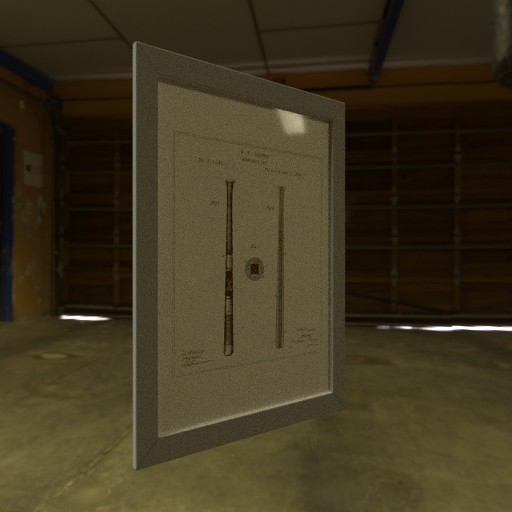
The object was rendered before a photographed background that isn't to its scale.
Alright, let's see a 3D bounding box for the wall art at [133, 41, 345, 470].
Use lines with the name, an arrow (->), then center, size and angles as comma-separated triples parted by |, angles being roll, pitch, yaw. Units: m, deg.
wall art -> 0.000, 0.000, 0.660 | 0.374, 0.529, 0.012 | 0, 0, -36
